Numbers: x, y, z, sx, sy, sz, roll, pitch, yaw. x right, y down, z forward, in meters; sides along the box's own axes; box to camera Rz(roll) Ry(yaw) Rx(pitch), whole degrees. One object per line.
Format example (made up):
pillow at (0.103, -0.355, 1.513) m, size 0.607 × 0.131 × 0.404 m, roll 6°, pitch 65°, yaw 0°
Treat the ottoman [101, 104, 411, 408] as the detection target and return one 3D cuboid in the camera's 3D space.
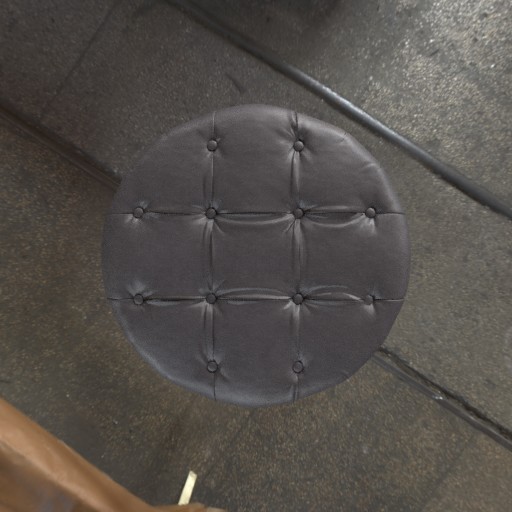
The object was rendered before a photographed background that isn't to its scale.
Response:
ottoman at (0.000, 0.000, 1.438) m, size 0.901 × 0.439 × 0.901 m, roll 0°, pitch 91°, yaw 1°
